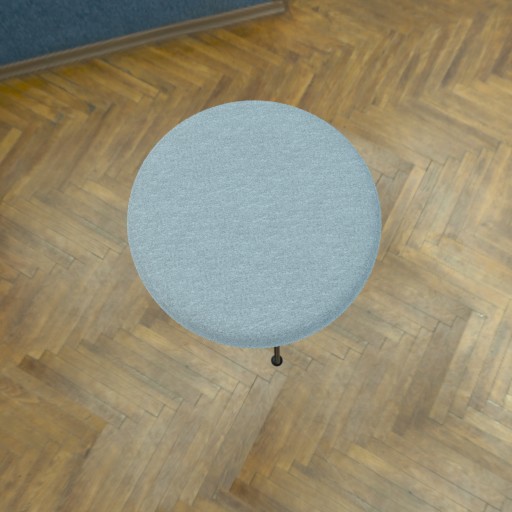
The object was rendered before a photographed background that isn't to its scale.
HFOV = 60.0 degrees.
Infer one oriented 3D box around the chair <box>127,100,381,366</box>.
[{"bbox_3d":[0.000,0.000,0.706,0.350,0.440,0.350,-14,76,-3],"label":"chair"}]
